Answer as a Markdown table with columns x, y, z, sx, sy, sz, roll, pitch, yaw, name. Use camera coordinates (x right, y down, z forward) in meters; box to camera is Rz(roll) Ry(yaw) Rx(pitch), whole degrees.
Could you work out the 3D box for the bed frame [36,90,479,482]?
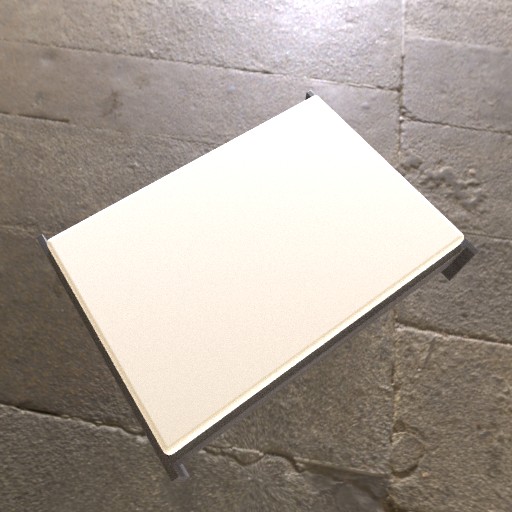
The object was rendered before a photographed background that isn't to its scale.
| x | y | z | sx | sy | sz | roll | pitch | yaw | name |
| --- | --- | --- | --- | --- | --- | --- | --- | --- | --- |
| 0.000 | 0.000 | 2.580 | 1.950 | 0.432 | 1.490 | -32 | 68 | -15 | bed frame |
